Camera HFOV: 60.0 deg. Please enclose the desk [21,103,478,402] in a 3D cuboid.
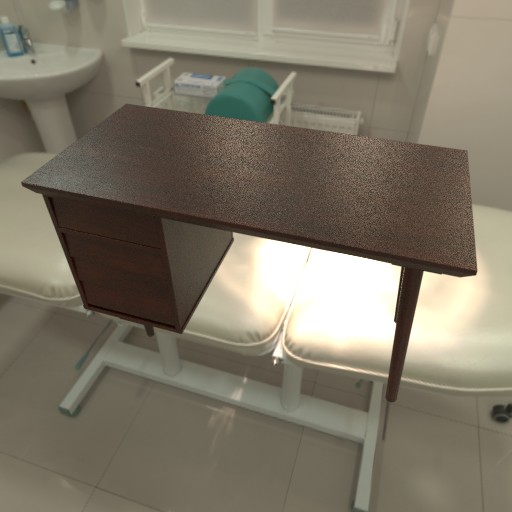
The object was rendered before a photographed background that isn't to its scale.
[{"bbox_3d":[0.000,0.000,1.644,1.277,0.758,0.612,12,43,13],"label":"desk"}]
